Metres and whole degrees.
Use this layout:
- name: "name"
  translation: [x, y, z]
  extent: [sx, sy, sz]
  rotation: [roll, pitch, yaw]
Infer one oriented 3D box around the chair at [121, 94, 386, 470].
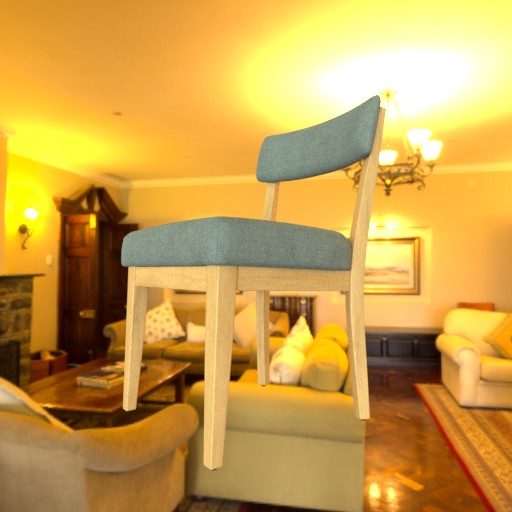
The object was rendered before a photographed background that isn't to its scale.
- name: "chair"
  translation: [0.000, 0.000, 1.183]
  extent: [0.572, 0.832, 0.508]
  rotation: [1, -2, -37]
